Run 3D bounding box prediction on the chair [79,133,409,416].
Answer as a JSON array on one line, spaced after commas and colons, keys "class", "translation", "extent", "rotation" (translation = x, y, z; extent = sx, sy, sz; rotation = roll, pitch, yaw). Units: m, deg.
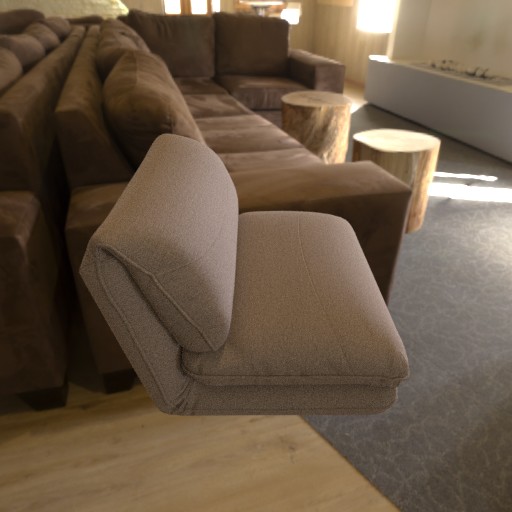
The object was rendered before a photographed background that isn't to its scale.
[{"class": "chair", "translation": [0.000, 0.000, 1.377], "extent": [0.780, 0.580, 0.820], "rotation": [0, 31, -1]}]
